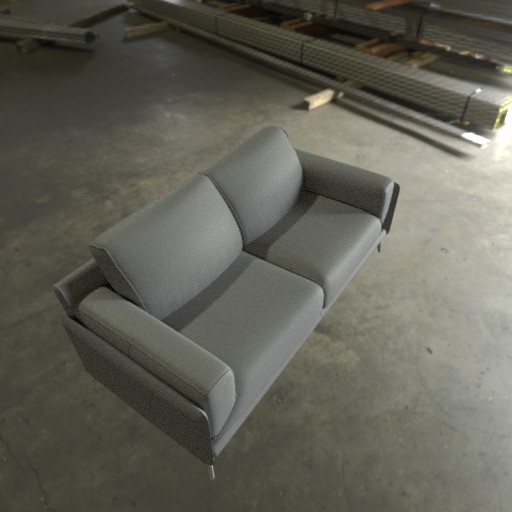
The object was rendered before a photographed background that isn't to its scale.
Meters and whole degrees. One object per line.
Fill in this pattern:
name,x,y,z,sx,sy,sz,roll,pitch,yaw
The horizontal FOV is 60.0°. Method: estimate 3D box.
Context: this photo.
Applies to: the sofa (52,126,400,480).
sofa,0.000,0.000,2.640,0.969,0.900,2.100,24,47,25
